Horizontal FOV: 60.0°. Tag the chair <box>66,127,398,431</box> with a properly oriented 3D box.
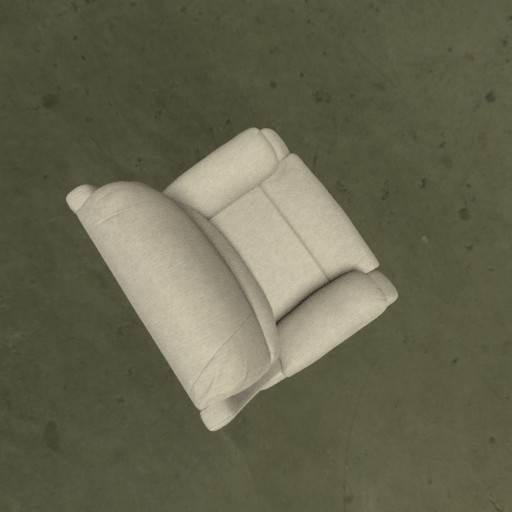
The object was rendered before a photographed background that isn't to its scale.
[{"bbox_3d":[0.000,0.000,1.771,0.899,1.011,0.930,-34,79,-7],"label":"chair"}]
